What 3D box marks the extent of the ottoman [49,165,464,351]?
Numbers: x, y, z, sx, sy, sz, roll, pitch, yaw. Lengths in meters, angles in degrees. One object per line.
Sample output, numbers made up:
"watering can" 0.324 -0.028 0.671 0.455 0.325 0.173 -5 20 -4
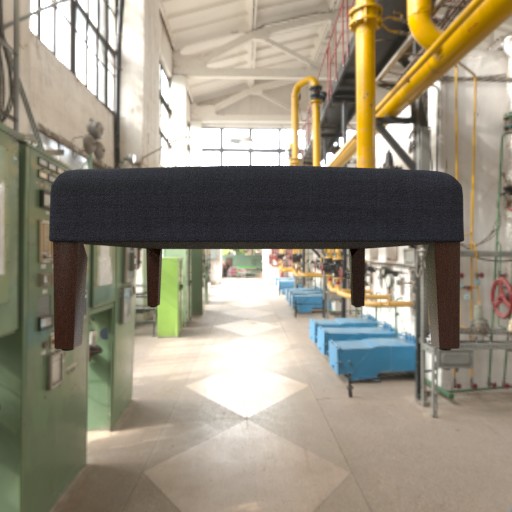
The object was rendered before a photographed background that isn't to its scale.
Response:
"ottoman" 0.000 0.000 1.379 0.890 0.411 0.889 0 0 0
